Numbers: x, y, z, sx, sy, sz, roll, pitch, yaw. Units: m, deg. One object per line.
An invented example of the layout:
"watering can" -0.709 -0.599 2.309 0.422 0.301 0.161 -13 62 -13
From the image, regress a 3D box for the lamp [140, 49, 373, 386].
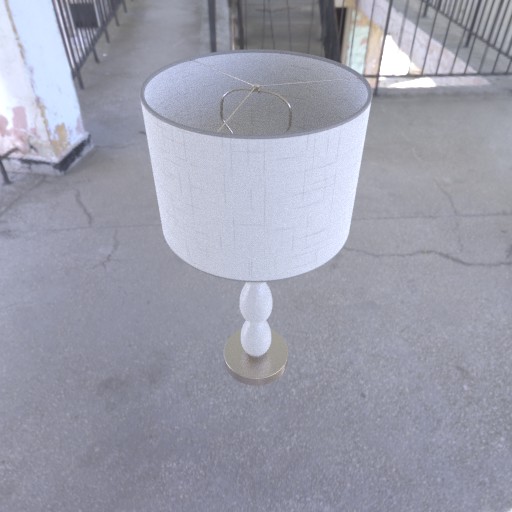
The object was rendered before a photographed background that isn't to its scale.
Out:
"lamp" 0.000 0.000 0.727 0.282 0.559 0.280 12 43 13
